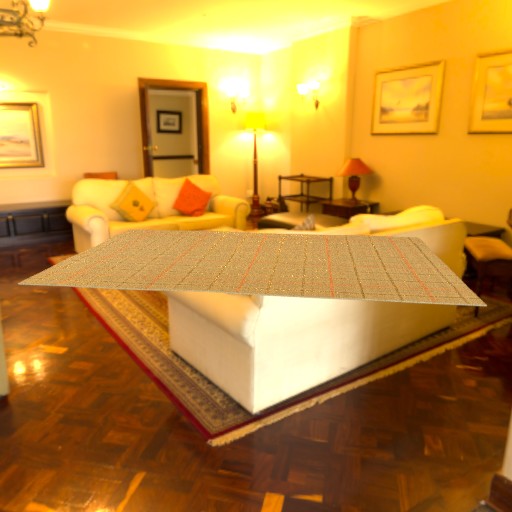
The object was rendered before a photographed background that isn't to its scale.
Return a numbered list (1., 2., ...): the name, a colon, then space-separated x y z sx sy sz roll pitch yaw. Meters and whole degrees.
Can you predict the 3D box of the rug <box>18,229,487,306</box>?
1. rug: 0.000 0.000 3.011 2.439 0.015 1.524 2 15 8
